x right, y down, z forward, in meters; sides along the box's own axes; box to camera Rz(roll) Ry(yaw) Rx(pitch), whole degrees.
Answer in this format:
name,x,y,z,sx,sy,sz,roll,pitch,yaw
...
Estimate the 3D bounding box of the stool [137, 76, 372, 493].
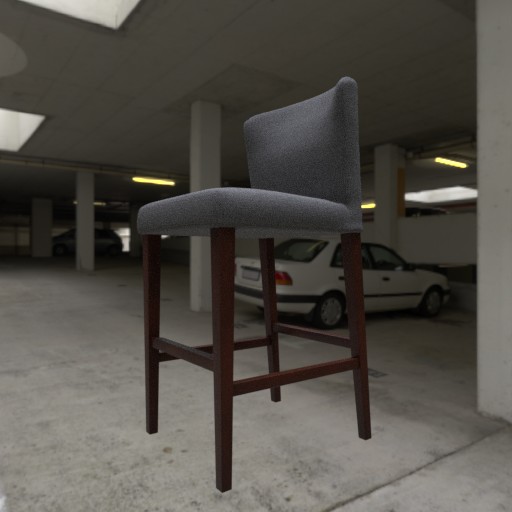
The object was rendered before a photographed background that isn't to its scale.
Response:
name,x,y,z,sx,sy,sz,roll,pitch,yaw
stool,0.000,0.000,1.326,0.568,1.069,0.486,0,0,-36
